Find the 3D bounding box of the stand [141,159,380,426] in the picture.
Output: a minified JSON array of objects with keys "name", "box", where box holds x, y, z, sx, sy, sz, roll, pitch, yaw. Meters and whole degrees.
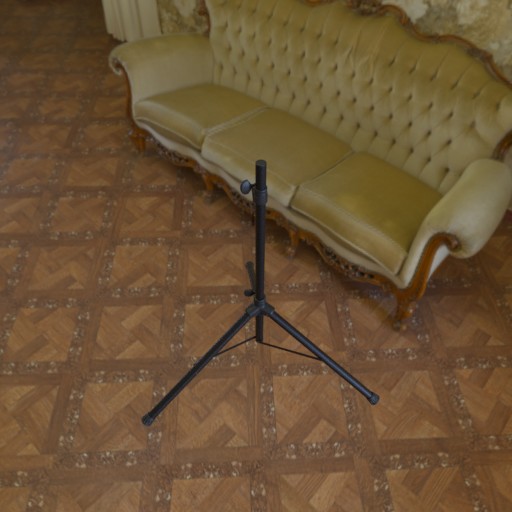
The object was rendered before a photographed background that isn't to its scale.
[{"name":"stand","box":[0.000,0.000,1.826,1.045,1.136,0.907,-3,47,-3]}]
